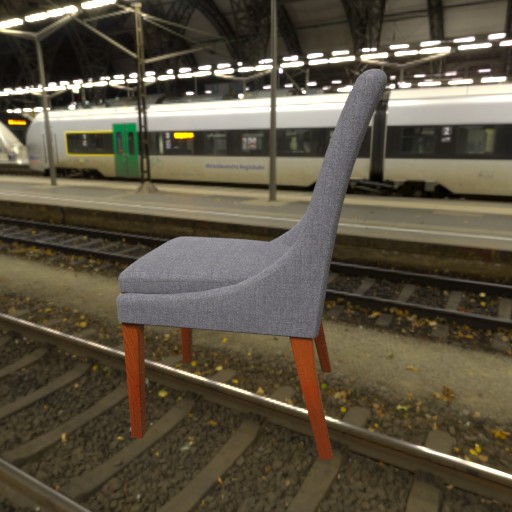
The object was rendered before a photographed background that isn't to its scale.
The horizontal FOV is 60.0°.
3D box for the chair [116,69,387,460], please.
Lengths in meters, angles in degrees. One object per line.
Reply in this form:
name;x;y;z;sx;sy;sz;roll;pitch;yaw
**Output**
chair;0.000;0.000;1.303;0.655;0.952;0.508;2;14;9
